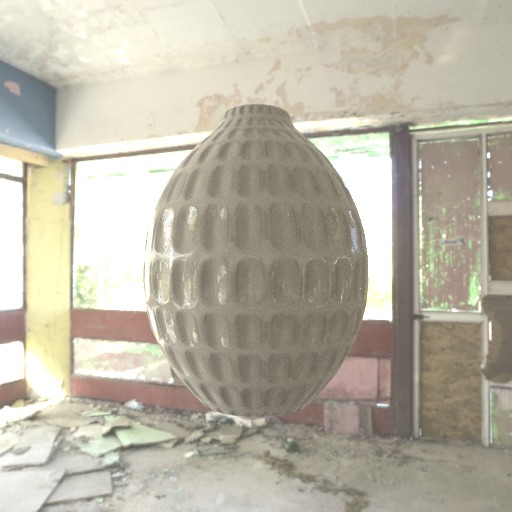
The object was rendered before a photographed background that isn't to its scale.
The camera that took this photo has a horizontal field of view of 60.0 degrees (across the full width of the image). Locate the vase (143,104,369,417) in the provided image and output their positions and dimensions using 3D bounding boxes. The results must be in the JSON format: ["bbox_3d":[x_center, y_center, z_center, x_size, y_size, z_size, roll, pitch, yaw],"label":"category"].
[{"bbox_3d":[0.000,0.000,0.259,0.128,0.167,0.128,0,-1,0],"label":"vase"}]
